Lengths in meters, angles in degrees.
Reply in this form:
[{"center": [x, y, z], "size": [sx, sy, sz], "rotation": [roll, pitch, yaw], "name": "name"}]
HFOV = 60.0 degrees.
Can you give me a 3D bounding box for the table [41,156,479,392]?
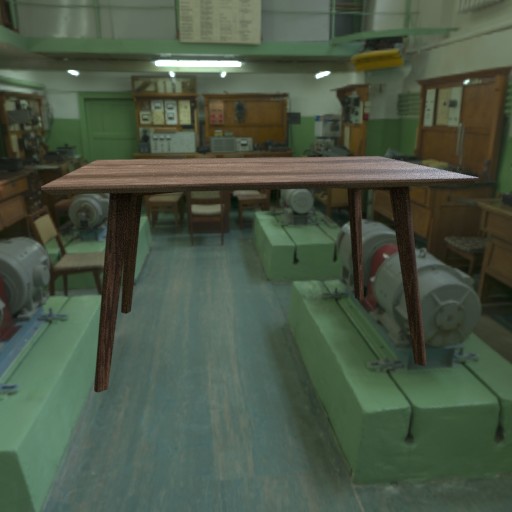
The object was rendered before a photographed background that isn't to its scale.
[{"center": [0.000, 0.000, 1.835], "size": [1.349, 0.724, 0.801], "rotation": [-2, 18, -8], "name": "table"}]
